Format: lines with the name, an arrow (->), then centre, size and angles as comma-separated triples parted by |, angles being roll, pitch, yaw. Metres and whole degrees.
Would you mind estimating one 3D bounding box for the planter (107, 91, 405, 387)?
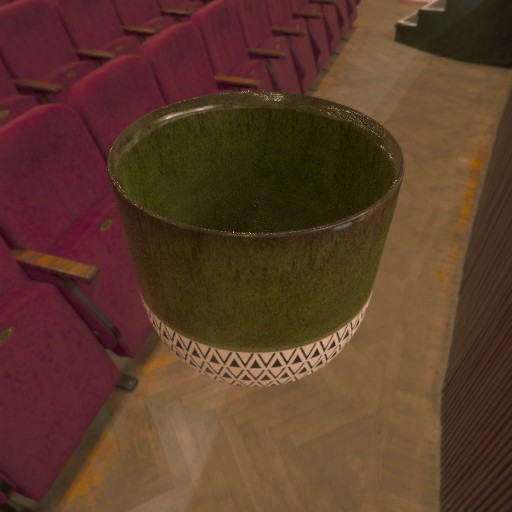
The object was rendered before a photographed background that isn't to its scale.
planter -> 0.000, 0.000, 0.495 | 0.266, 0.270, 0.266 | 0, 41, 0
